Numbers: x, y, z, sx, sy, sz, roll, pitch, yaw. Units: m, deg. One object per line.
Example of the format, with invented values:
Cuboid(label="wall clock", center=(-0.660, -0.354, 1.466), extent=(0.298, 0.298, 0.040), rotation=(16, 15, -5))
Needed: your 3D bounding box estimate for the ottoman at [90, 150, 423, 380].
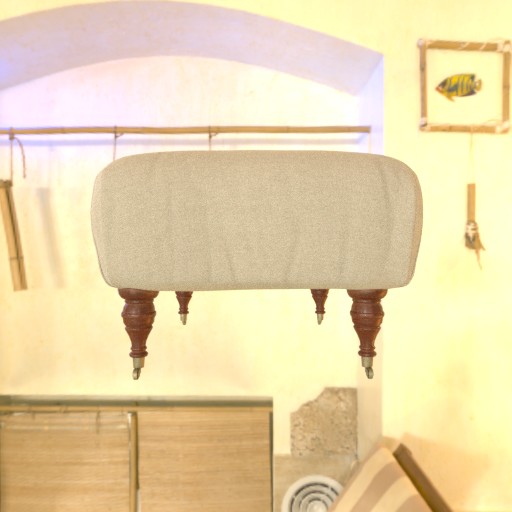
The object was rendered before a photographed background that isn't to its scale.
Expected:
Cuboid(label="ottoman", center=(0.000, 0.000, 1.126), extent=(0.622, 0.450, 0.746), rotation=(0, 1, -1))
